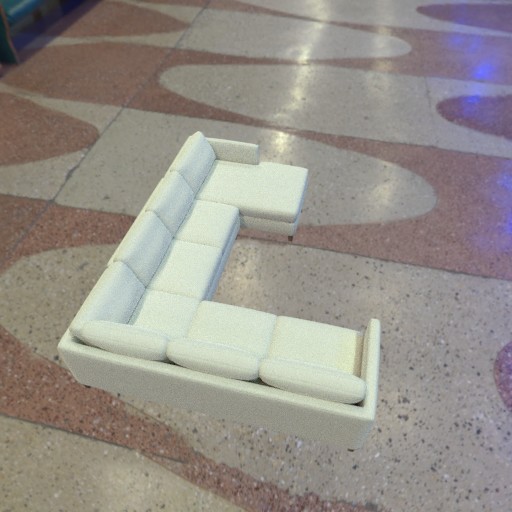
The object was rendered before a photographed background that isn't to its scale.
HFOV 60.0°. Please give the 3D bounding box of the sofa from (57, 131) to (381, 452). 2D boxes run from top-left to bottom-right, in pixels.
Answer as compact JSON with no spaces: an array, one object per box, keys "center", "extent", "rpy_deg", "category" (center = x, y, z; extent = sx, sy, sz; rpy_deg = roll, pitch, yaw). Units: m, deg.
[{"center":[0.000,0.000,4.576],"extent":[2.551,0.853,3.238],"rpy_deg":[10,48,9],"category":"sofa"}]
